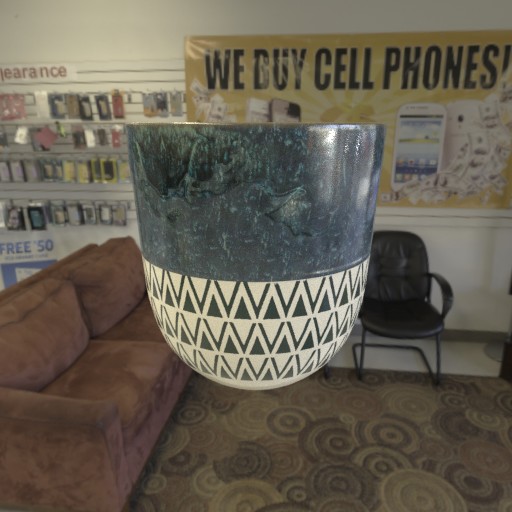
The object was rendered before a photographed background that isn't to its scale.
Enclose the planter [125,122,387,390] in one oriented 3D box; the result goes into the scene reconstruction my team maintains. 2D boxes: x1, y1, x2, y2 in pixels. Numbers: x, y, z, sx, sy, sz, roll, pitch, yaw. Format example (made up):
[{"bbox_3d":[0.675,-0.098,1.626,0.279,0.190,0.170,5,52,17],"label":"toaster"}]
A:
[{"bbox_3d":[0.000,0.000,0.372,0.195,0.214,0.195,0,17,0],"label":"planter"}]
